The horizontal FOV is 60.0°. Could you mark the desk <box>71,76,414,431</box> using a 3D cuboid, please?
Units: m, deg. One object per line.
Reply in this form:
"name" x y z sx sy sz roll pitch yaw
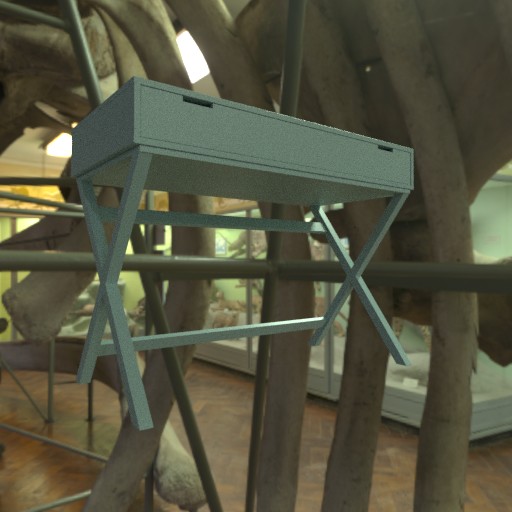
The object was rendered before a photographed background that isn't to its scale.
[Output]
"desk" 0.000 0.000 1.489 1.059 0.780 0.509 0 -1 -37
